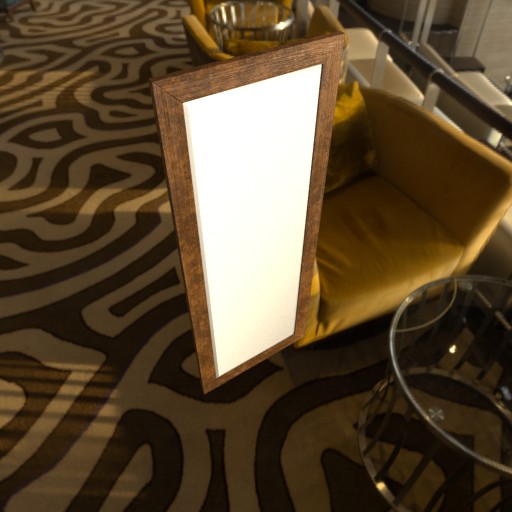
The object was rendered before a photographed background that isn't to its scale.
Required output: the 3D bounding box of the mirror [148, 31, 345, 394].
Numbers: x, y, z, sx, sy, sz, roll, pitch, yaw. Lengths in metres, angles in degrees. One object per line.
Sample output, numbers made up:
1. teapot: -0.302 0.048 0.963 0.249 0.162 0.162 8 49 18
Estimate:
1. mirror: 0.000 0.000 2.295 0.812 2.031 0.032 -25 50 -23
